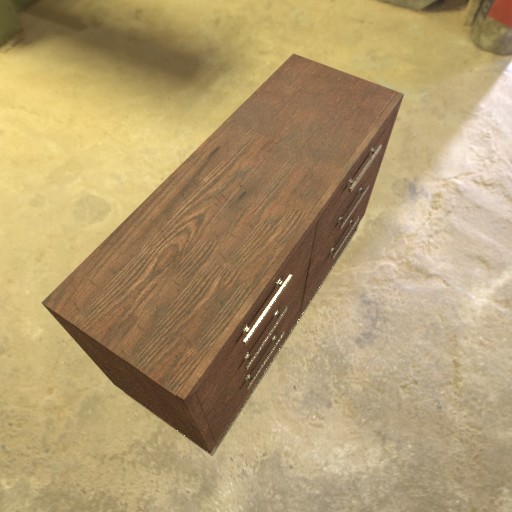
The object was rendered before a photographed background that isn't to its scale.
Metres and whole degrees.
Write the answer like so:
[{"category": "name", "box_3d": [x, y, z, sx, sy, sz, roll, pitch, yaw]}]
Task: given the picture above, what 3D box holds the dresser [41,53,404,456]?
[{"category": "dresser", "box_3d": [0.000, 0.000, 2.182, 0.623, 1.061, 1.646, 28, 61, 17]}]
